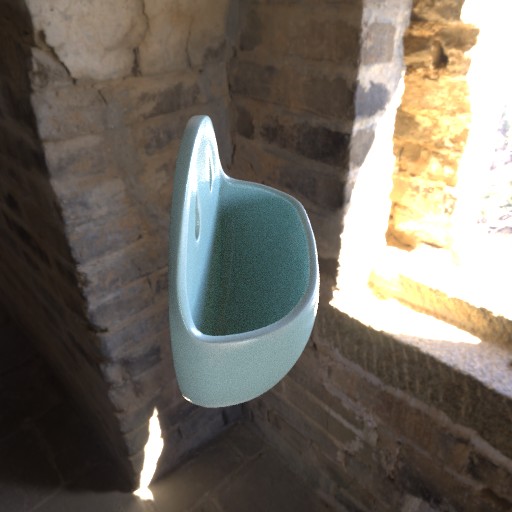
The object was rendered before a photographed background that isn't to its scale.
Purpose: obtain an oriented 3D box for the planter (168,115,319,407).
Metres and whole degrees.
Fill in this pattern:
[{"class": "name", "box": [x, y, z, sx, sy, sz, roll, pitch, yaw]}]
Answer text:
[{"class": "planter", "box": [0.000, 0.000, 0.274, 0.073, 0.164, 0.189, 1, 32, 1]}]
